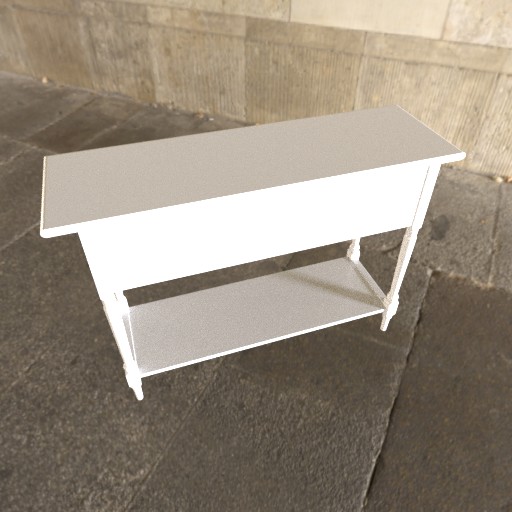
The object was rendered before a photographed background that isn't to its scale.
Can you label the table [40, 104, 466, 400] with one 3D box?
[{"bbox_3d":[0.000,0.000,1.581,1.197,0.808,0.384,-12,43,-14],"label":"table"}]
